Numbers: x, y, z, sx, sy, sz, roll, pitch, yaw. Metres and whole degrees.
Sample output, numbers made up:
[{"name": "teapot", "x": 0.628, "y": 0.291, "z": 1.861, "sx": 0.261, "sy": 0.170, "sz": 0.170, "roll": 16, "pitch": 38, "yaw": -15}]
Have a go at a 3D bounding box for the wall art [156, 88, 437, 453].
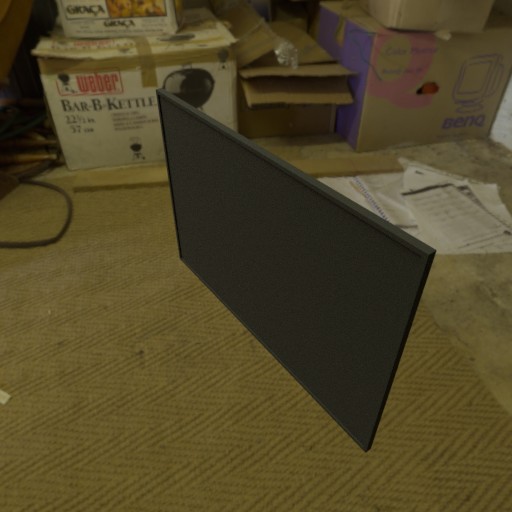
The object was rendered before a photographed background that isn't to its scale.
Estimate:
[{"name": "wall art", "x": 0.000, "y": 0.000, "z": 1.511, "sx": 0.028, "sy": 0.805, "sz": 1.190, "roll": -25, "pitch": 46, "yaw": -27}]
